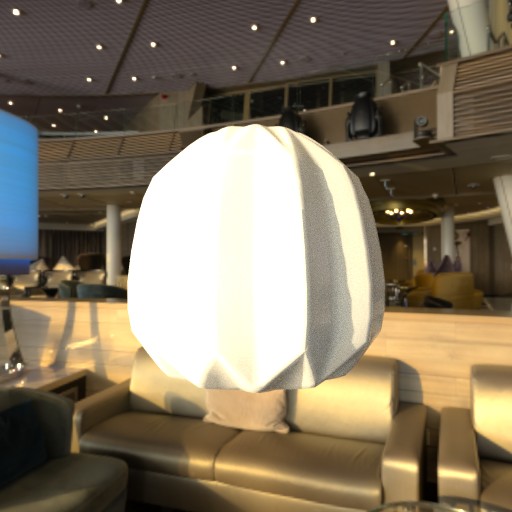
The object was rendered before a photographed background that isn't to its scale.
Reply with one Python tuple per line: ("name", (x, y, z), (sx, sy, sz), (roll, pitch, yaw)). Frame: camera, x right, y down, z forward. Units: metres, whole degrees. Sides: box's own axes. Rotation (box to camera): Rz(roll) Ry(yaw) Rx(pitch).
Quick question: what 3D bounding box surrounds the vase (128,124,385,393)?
("vase", (0.000, 0.000, 0.248), (0.139, 0.134, 0.139), (0, -1, 0))
